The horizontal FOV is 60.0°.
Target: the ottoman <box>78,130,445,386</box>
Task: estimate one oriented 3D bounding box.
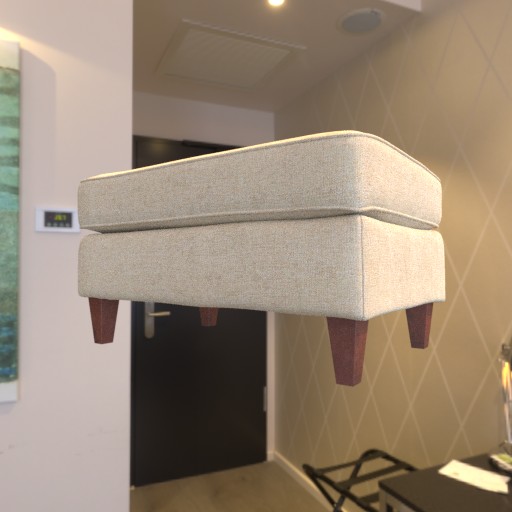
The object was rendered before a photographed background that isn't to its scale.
[{"bbox_3d":[0.000,0.000,1.212,0.862,0.484,0.583,-1,-2,36],"label":"ottoman"}]
